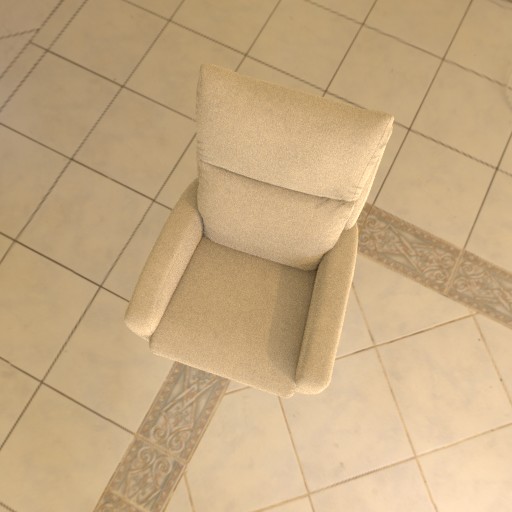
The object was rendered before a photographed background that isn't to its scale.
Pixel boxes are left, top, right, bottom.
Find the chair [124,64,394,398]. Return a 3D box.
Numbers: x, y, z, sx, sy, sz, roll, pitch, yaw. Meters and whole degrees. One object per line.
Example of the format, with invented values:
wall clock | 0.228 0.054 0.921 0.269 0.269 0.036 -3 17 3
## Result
chair | 0.000 0.000 1.690 0.794 1.021 0.940 17 76 5
